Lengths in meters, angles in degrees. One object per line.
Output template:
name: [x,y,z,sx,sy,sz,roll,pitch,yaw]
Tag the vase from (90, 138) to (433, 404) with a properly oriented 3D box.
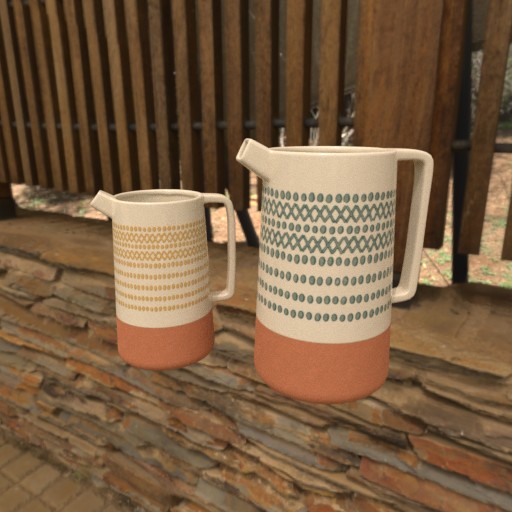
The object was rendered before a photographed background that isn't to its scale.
vase: [0.000,0.000,0.478,0.326,0.247,0.168,8,18,25]
